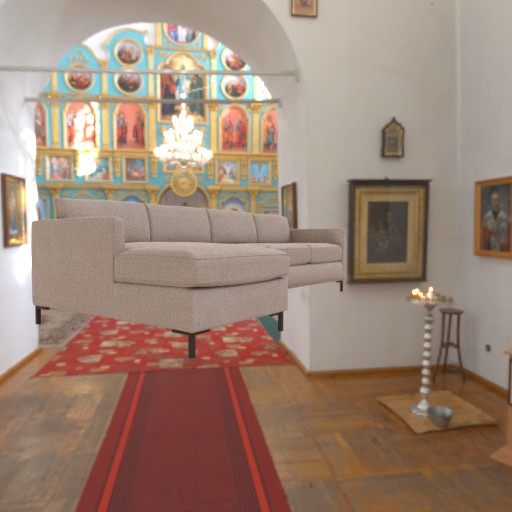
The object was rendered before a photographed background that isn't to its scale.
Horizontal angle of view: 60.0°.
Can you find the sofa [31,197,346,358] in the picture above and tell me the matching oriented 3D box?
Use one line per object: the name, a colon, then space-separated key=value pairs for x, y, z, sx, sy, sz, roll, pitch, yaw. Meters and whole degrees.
sofa: x=0.000 y=0.000 z=3.531 sx=1.469 sy=0.816 sz=2.923 roll=1 pitch=2 yaw=36
